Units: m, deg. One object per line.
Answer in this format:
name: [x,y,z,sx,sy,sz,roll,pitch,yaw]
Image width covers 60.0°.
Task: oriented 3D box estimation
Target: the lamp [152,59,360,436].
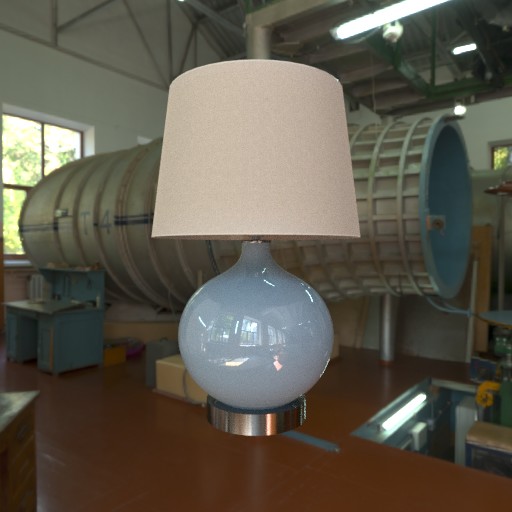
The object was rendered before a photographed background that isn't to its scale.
lamp: [0.000,0.000,0.536,0.247,0.387,0.247,0,1,0]
